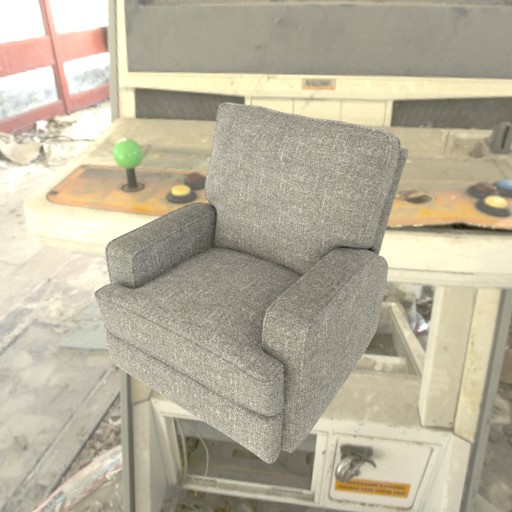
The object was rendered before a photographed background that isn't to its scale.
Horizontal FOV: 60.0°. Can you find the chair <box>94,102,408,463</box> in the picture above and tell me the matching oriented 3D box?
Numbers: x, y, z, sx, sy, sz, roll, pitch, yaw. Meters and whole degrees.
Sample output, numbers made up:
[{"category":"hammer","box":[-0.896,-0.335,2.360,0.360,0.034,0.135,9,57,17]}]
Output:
[{"category":"chair","box":[0.000,0.000,1.686,0.861,0.962,0.964,19,36,29]}]
